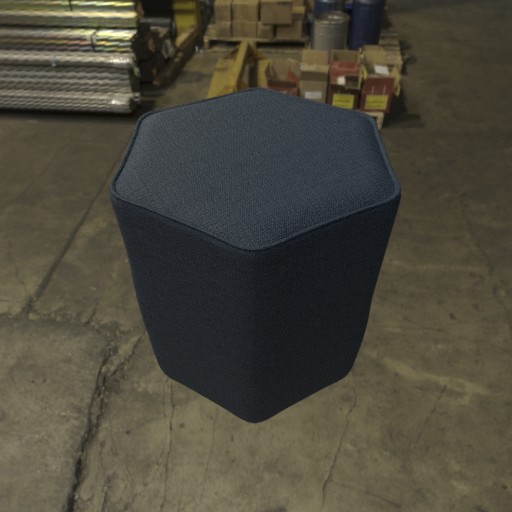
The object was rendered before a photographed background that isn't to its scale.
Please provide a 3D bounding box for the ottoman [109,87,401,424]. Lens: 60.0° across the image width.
[{"bbox_3d":[0.000,0.000,0.895,0.454,0.505,0.492,3,44,3],"label":"ottoman"}]
